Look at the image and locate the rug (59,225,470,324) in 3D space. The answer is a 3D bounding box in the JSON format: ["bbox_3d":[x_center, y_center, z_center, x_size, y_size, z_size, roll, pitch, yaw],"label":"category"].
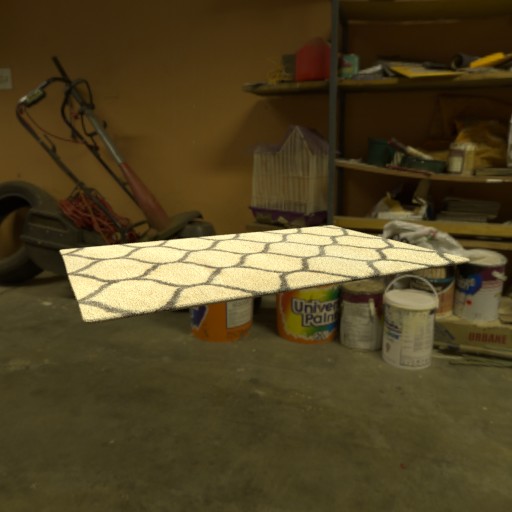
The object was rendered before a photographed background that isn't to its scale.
[{"bbox_3d":[0.000,0.000,2.986,2.348,0.024,1.501,-7,15,-26],"label":"rug"}]
